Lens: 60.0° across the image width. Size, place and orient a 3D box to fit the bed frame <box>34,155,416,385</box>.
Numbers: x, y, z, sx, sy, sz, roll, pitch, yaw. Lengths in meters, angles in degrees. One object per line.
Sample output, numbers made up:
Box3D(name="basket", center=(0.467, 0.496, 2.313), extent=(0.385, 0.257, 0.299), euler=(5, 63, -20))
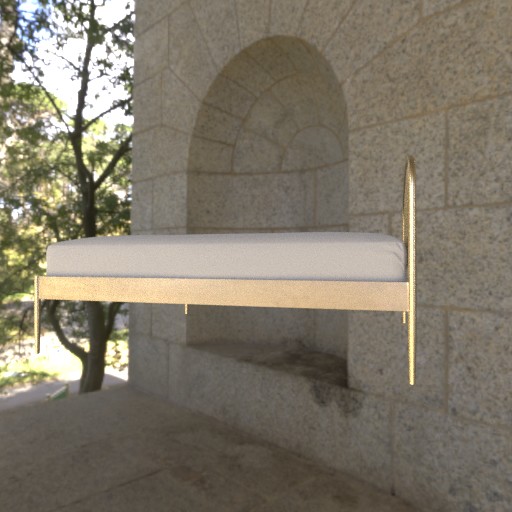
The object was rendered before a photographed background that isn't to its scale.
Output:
Box3D(name="bed frame", center=(0.000, 0.000, 3.279), extent=(2.152, 1.174, 2.016), euler=(0, 0, 18))
